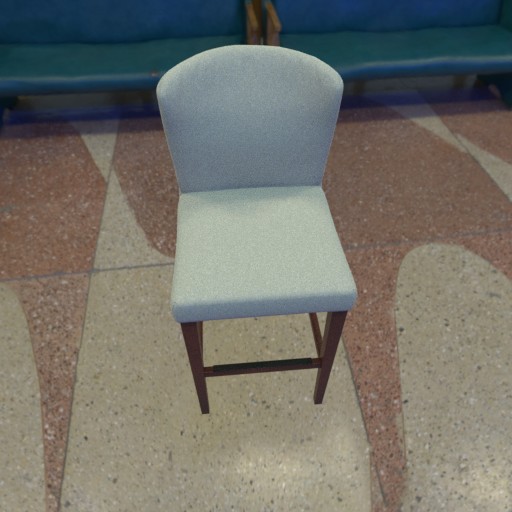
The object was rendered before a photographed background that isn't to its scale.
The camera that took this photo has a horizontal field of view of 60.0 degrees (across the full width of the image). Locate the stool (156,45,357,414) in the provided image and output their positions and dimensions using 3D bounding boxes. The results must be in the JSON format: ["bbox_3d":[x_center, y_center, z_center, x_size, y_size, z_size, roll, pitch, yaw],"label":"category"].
[{"bbox_3d":[0.000,0.000,1.382,0.479,1.069,0.568,-4,47,-4],"label":"stool"}]
